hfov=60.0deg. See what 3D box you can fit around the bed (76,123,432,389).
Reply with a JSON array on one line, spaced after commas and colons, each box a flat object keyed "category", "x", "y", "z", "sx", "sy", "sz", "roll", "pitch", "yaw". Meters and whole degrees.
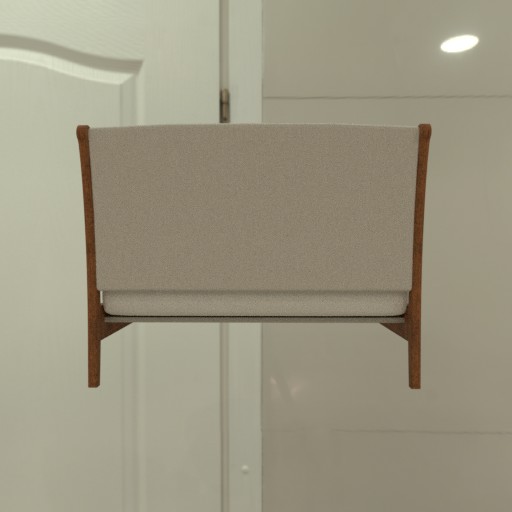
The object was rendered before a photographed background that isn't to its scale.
[{"category": "bed", "x": 0.000, "y": 0.000, "z": 2.871, "sx": 1.502, "sy": 1.135, "sz": 2.108, "roll": 0, "pitch": 1, "yaw": 1}]
